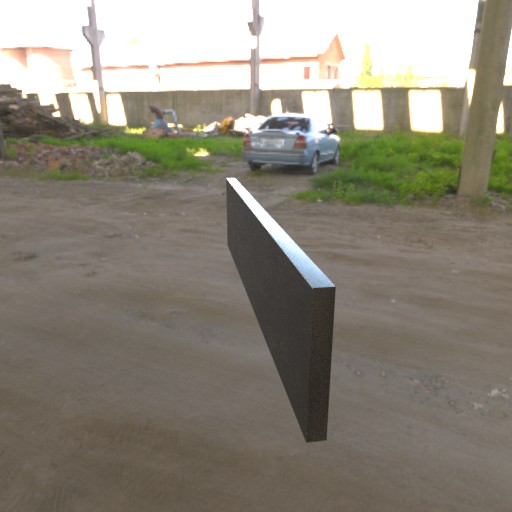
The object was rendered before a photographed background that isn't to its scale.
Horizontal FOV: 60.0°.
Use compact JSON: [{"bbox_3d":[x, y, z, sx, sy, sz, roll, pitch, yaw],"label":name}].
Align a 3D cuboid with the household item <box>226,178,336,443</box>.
[{"bbox_3d":[0.000,0.000,1.062,0.030,0.236,1.001,-3,18,-9],"label":"household item"}]
